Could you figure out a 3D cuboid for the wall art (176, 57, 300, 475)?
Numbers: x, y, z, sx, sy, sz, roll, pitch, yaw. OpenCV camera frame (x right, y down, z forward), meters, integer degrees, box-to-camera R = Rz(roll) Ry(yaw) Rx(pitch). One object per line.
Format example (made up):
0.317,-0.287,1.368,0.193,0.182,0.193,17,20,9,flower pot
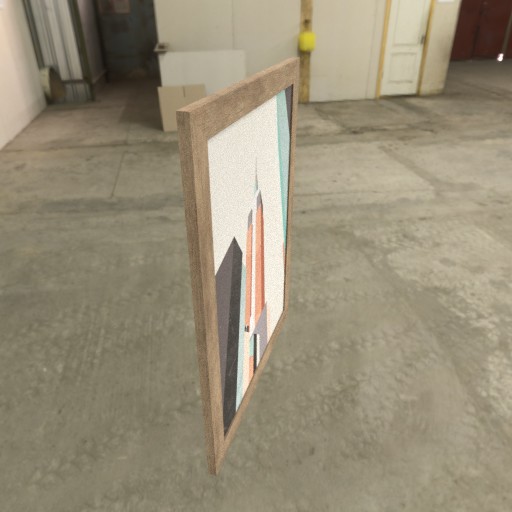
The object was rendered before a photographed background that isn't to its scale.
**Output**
0.000,0.000,0.903,0.018,0.686,0.534,10,32,16,wall art
